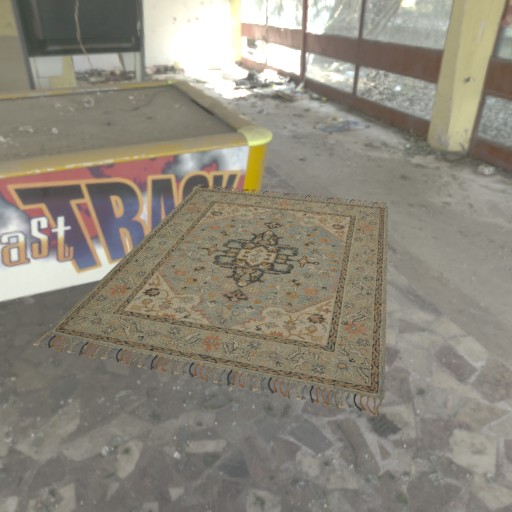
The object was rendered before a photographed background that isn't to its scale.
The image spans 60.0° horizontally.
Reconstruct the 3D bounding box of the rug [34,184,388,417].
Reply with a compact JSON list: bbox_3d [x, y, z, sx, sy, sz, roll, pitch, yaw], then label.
[{"bbox_3d":[0.000,0.000,3.439,1.971,0.010,2.651,8,31,13],"label":"rug"}]
